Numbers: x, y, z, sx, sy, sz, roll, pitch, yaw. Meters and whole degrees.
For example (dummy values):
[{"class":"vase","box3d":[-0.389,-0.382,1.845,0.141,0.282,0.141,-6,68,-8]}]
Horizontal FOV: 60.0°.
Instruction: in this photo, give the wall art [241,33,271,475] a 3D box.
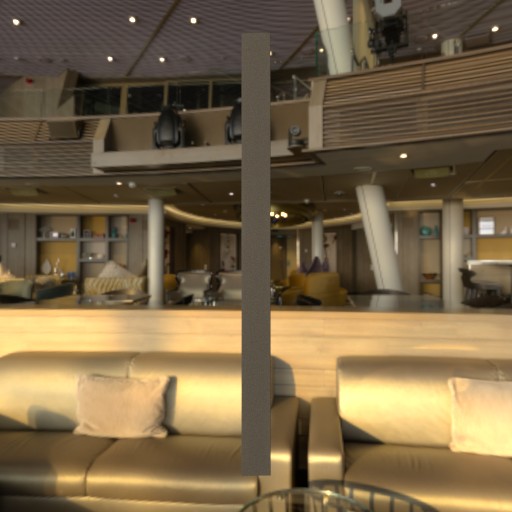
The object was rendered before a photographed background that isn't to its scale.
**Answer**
[{"class":"wall art","box3d":[0.000,0.000,0.761,0.033,0.507,0.508,0,-1,0]}]
